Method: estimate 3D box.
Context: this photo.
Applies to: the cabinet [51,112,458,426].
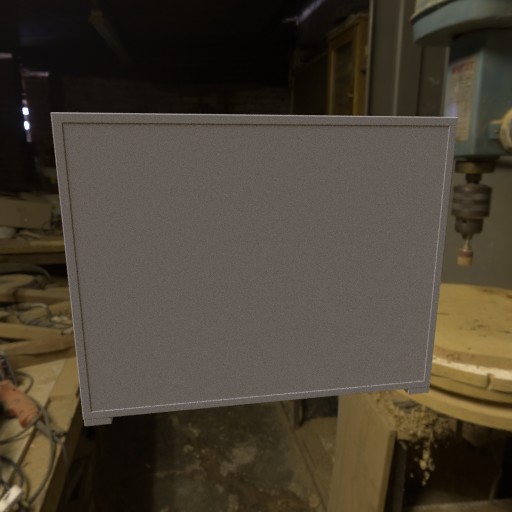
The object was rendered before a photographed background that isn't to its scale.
[{"bbox_3d":[0.000,0.000,1.361,1.000,0.800,0.400,-2,14,-9],"label":"cabinet"}]
